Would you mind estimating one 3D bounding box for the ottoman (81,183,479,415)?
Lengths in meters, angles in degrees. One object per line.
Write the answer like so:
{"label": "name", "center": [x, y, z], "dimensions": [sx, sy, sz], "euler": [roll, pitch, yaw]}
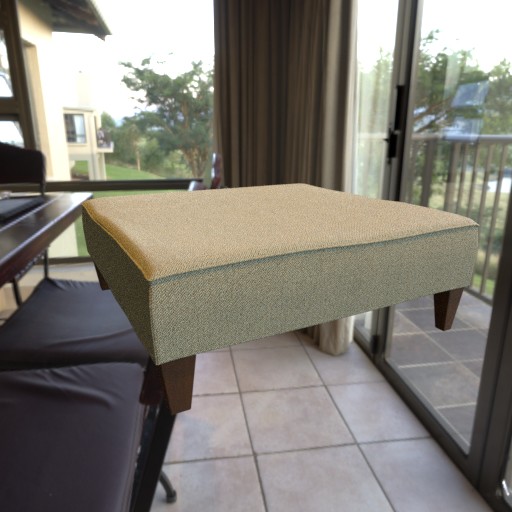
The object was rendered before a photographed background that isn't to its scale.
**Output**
{"label": "ottoman", "center": [0.000, 0.000, 1.534], "dimensions": [1.004, 0.379, 0.968], "euler": [-9, 19, -27]}
